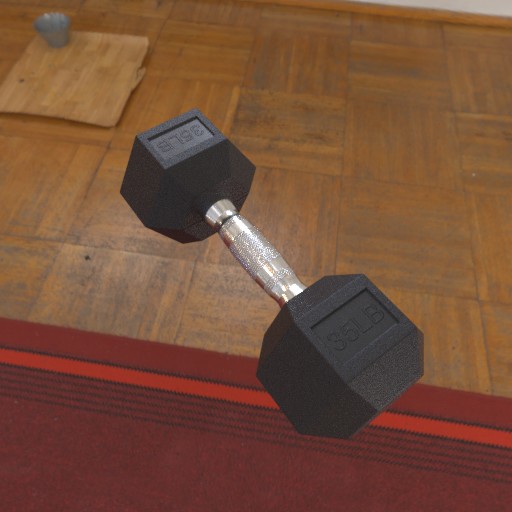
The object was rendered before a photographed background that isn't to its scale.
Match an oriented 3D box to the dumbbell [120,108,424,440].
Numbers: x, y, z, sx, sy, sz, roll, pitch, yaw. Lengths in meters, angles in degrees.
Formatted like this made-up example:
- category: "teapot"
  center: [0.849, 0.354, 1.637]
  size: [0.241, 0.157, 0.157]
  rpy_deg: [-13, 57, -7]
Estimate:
- category: "dumbbell"
  center: [0.000, 0.000, 0.434]
  size: [0.141, 0.123, 0.356]
  rpy_deg: [-32, 62, -19]
